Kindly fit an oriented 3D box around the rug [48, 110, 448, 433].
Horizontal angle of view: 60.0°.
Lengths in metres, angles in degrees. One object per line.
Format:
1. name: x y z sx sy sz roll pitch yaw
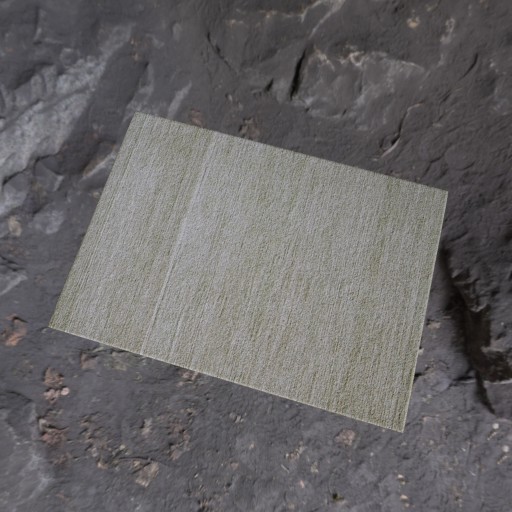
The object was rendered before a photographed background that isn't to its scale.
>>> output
1. rug: 0.000 0.000 2.903 2.270 0.017 1.606 15 75 4
